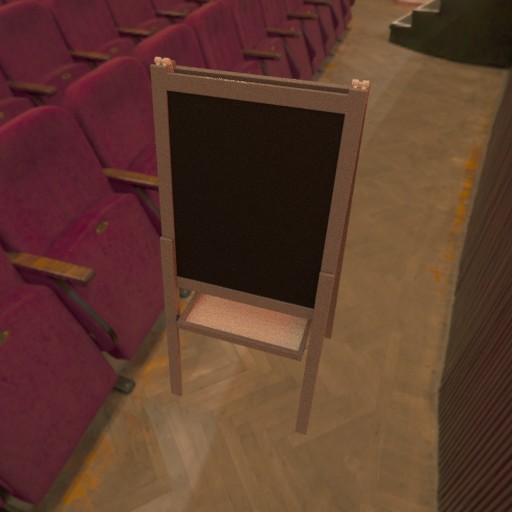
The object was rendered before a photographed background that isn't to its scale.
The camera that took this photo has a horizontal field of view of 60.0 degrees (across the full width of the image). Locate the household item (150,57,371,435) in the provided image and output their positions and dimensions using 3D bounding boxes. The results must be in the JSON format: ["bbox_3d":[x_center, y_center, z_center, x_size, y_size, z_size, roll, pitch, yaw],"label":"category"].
[{"bbox_3d":[0.000,0.000,1.428,0.531,1.172,0.469,12,43,14],"label":"household item"}]
